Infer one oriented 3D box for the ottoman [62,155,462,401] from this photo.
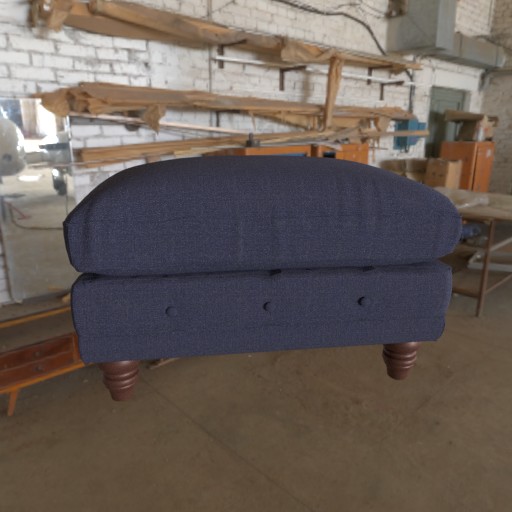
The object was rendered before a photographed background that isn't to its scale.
[{"bbox_3d":[0.000,0.000,1.114,0.767,0.486,0.558,-2,16,-7],"label":"ottoman"}]
